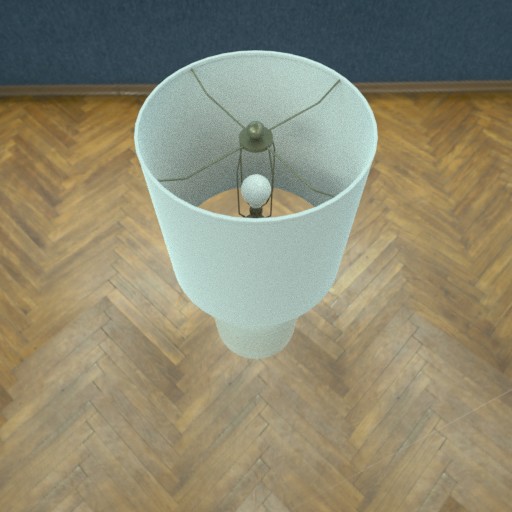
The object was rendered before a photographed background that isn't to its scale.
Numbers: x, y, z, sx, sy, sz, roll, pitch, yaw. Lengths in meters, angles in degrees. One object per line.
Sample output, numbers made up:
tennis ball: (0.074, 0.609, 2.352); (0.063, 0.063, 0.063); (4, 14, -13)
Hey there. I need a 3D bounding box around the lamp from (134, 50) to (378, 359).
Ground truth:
lamp: (0.000, 0.000, 0.511); (0.188, 0.392, 0.188); (0, 58, 0)
